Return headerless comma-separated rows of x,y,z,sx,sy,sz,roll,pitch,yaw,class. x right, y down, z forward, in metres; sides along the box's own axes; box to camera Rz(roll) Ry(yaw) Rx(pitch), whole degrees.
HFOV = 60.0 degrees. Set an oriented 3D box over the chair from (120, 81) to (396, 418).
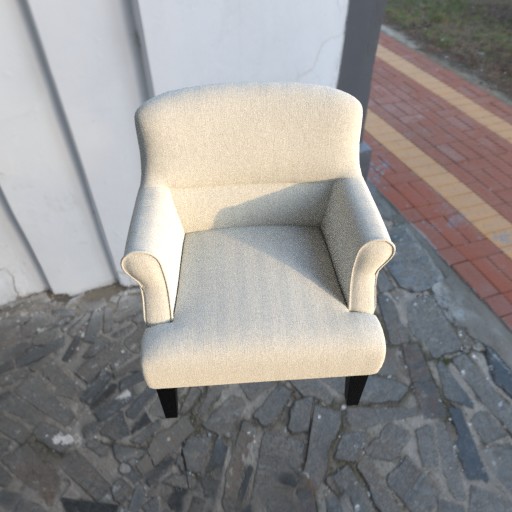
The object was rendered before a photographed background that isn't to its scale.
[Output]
0.000,0.000,1.483,0.781,0.875,0.750,-3,46,-3,chair
